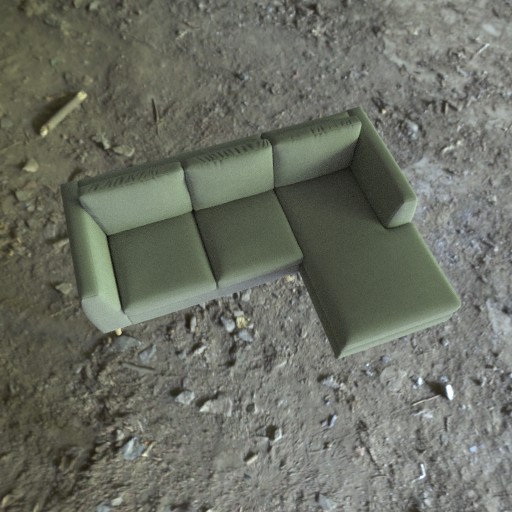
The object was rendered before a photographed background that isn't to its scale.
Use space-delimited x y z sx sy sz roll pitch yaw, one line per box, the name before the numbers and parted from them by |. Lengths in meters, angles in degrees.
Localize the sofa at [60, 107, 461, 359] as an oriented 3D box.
sofa | 0.000 0.000 3.033 2.300 0.860 1.580 -17 63 -9
